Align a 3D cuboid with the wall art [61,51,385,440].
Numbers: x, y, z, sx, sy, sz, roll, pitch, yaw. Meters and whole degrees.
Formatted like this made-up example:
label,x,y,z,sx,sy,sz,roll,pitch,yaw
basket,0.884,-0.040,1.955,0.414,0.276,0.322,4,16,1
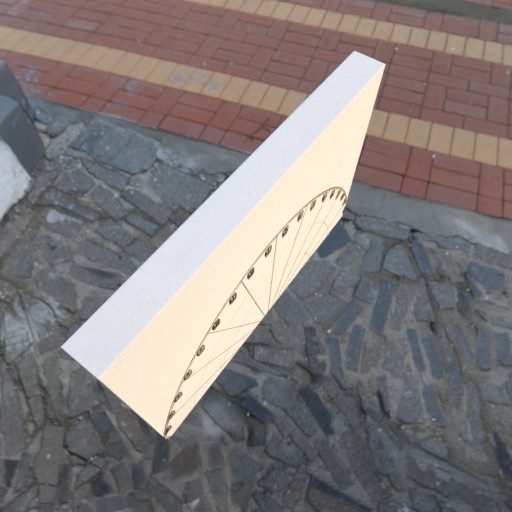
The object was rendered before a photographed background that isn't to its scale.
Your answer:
label,x,y,z,sx,sy,sz,roll,pitch,yaw
wall art,0.000,0.000,0.472,0.039,0.254,0.384,33,65,18
